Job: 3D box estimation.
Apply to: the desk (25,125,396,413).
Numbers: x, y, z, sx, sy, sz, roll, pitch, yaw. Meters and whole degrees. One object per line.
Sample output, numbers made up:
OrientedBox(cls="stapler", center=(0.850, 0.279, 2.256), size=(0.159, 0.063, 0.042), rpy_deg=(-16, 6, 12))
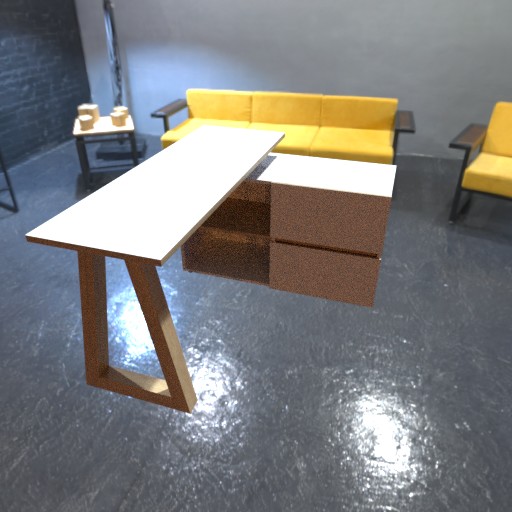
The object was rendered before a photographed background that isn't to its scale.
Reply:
OrientedBox(cls="desk", center=(0.000, 0.000, 2.039), size=(1.098, 0.755, 1.404), rpy_deg=(10, 32, 16))
